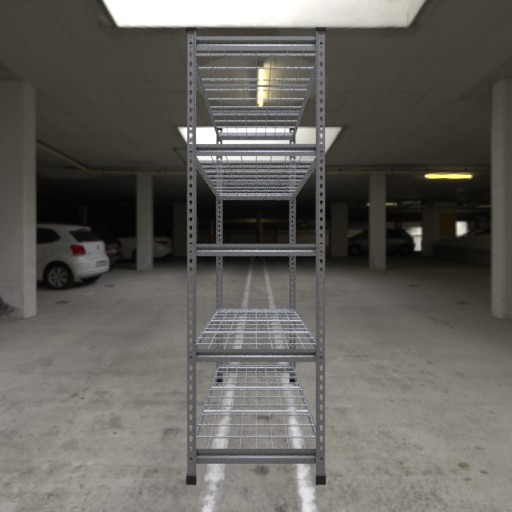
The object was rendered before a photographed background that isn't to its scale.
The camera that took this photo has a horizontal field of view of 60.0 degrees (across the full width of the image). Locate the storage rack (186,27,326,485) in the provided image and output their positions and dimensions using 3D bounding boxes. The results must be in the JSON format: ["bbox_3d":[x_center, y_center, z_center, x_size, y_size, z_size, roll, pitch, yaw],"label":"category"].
[{"bbox_3d":[0.000,0.000,2.678,0.610,1.981,1.524,0,0,0],"label":"storage rack"}]
